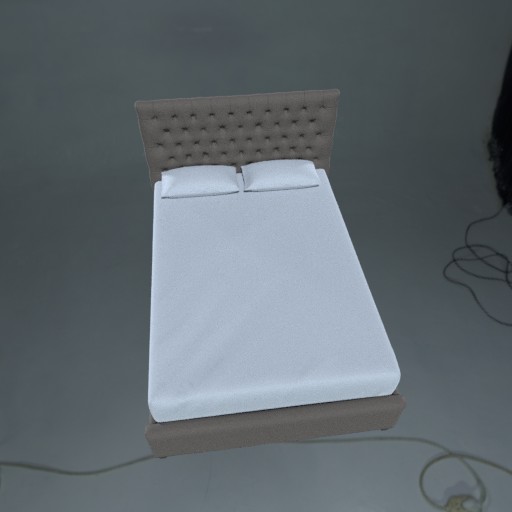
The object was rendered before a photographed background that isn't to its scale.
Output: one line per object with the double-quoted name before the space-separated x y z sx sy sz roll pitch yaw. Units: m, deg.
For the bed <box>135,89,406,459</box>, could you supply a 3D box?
"bed" 0.000 0.000 3.386 1.698 1.427 2.387 -5 48 -5
